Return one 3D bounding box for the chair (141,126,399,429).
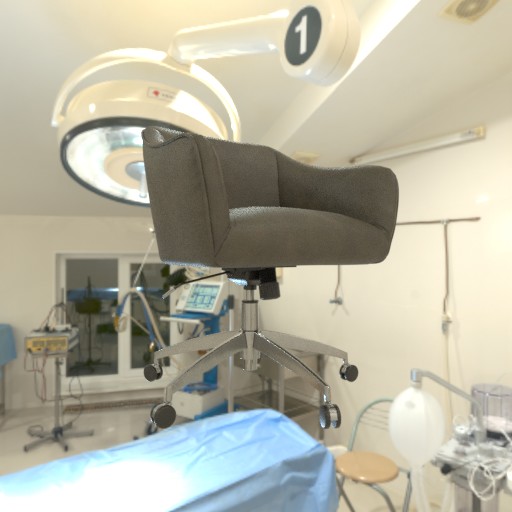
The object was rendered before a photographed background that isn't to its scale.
[{"bbox_3d":[0.000,0.000,1.324,0.713,0.827,0.689,0,1,-36],"label":"chair"}]
